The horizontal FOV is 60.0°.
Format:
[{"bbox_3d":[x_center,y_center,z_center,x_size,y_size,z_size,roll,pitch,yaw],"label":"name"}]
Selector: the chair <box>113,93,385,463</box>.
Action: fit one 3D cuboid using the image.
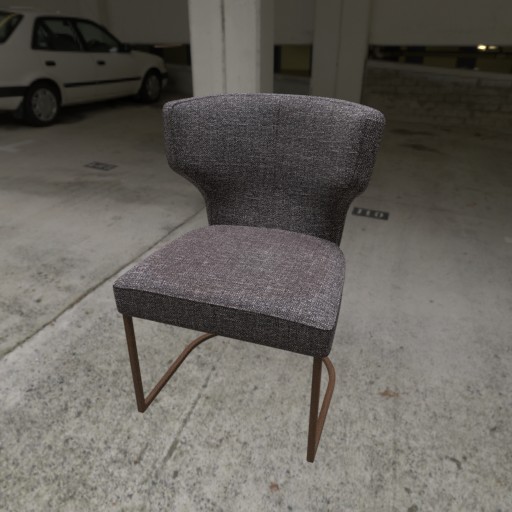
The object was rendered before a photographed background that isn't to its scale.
[{"bbox_3d":[0.000,0.000,1.270,0.611,0.824,0.617,9,28,17],"label":"chair"}]
